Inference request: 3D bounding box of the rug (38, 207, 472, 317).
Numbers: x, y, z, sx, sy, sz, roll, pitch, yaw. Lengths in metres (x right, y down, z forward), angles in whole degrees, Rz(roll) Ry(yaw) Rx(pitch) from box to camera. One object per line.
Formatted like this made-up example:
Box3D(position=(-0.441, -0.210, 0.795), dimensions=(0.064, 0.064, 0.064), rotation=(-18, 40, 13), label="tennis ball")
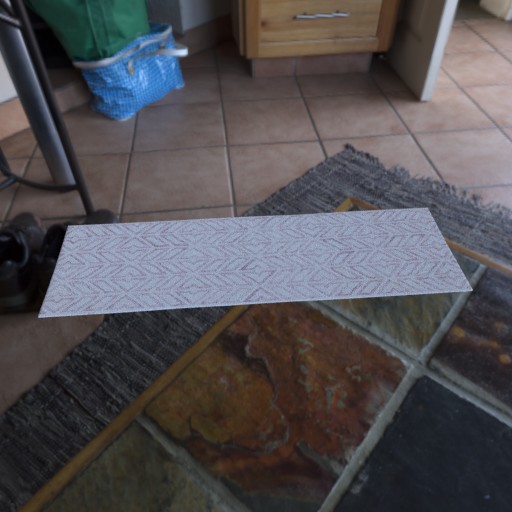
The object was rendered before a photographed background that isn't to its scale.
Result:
Box3D(position=(0.000, 0.000, 2.735), dimensions=(2.435, 0.009, 0.750), rotation=(-3, 45, -3), label="rug")
